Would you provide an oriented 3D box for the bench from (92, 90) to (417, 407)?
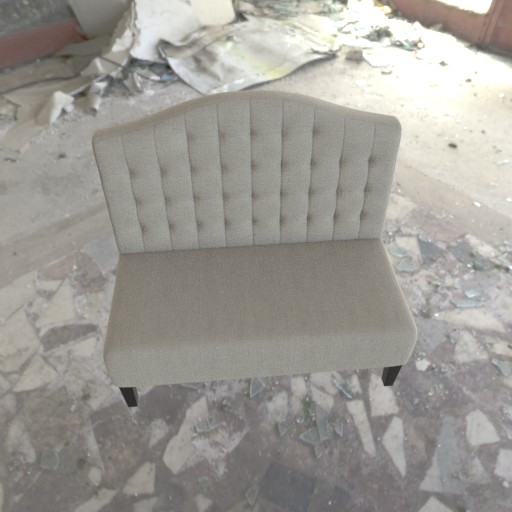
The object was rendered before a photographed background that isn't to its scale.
[{"bbox_3d":[0.000,0.000,1.994,1.335,1.180,0.815,-4,47,-3],"label":"bench"}]
